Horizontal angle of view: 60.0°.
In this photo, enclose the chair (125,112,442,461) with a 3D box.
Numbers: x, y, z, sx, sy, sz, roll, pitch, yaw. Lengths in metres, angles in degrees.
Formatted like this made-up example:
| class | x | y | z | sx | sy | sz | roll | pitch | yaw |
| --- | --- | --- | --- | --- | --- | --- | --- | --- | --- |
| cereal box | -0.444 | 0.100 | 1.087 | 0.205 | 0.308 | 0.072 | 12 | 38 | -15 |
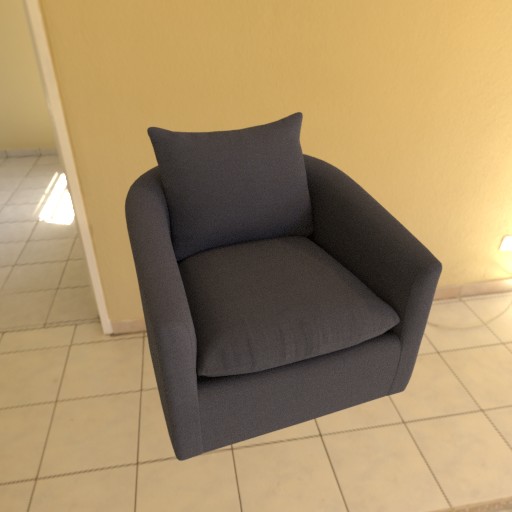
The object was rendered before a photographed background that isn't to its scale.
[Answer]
| class | x | y | z | sx | sy | sz | roll | pitch | yaw |
| --- | --- | --- | --- | --- | --- | --- | --- | --- | --- |
| chair | 0.000 | 0.000 | 1.587 | 0.845 | 0.848 | 0.910 | -11 | 33 | -17 |
